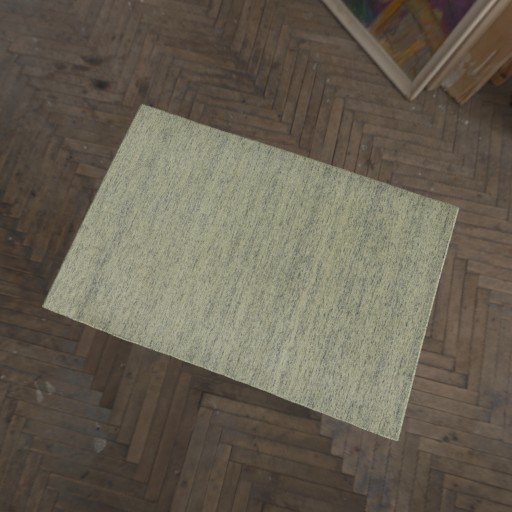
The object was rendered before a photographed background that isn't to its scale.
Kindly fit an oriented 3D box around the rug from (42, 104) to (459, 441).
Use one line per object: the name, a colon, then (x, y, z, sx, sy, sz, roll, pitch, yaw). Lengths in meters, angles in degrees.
rug: (0.000, 0.000, 2.288, 1.846, 0.014, 1.243, 19, 76, 5)
